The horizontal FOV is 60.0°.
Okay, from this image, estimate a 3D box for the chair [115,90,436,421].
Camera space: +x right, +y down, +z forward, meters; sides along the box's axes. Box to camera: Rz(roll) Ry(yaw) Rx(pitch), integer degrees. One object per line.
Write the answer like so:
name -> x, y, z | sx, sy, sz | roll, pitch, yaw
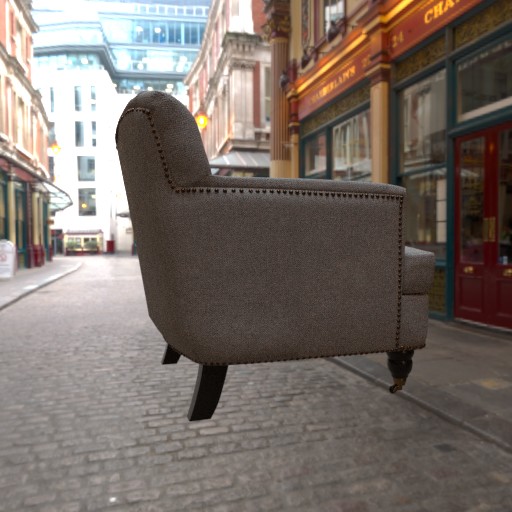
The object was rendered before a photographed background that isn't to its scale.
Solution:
chair -> 0.000, 0.000, 1.492 | 0.902, 0.823, 0.737 | 0, 1, -19
